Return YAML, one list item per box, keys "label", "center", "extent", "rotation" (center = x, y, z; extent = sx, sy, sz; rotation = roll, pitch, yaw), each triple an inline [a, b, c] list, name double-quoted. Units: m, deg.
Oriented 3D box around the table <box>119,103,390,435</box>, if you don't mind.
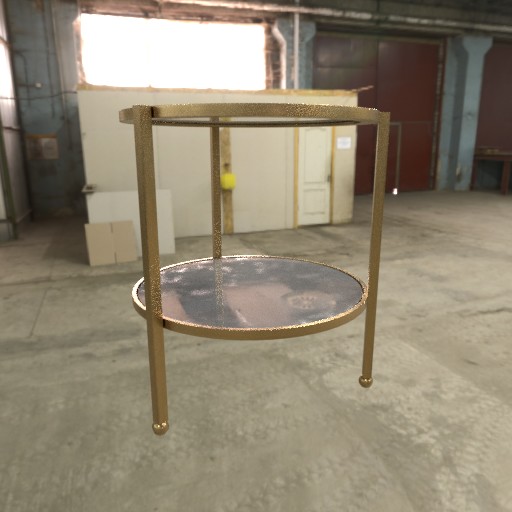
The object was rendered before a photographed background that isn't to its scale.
- label: "table"
  center: [0.000, 0.000, 0.440]
  extent: [0.243, 0.269, 0.231]
  rotation: [2, 14, 9]
